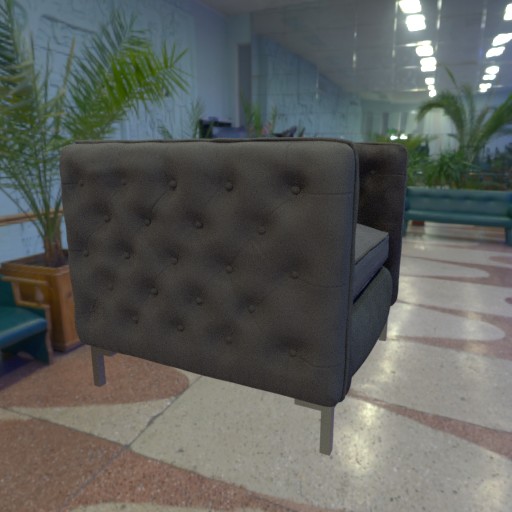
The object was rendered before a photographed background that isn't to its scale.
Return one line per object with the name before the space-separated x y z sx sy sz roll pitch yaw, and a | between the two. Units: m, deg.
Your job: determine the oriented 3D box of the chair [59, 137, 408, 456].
chair | 0.000 0.000 1.600 0.913 0.807 0.946 7 15 25
